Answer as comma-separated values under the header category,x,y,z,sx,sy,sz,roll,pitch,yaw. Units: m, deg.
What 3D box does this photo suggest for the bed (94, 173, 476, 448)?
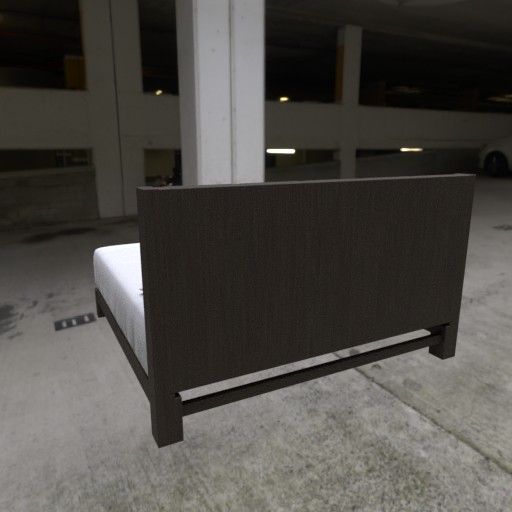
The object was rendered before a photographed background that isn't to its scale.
category,x,y,z,sx,sy,sz,roll,pitch,yaw
bed,0.000,0.000,3.377,2.134,1.270,2.012,-7,16,-27
